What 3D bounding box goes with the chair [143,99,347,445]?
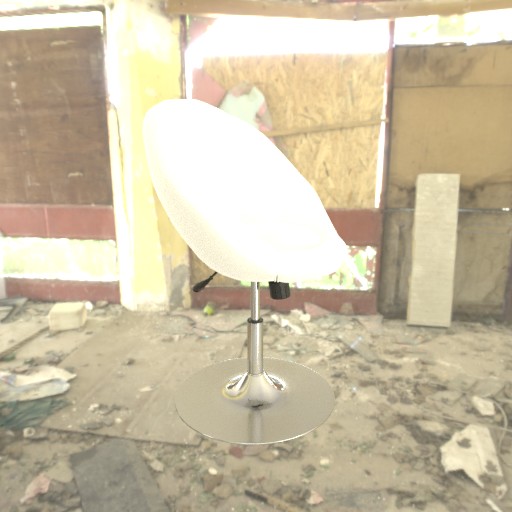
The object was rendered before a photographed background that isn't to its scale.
[{"bbox_3d":[0.000,0.000,1.836,0.736,1.261,0.940,7,15,27],"label":"chair"}]
